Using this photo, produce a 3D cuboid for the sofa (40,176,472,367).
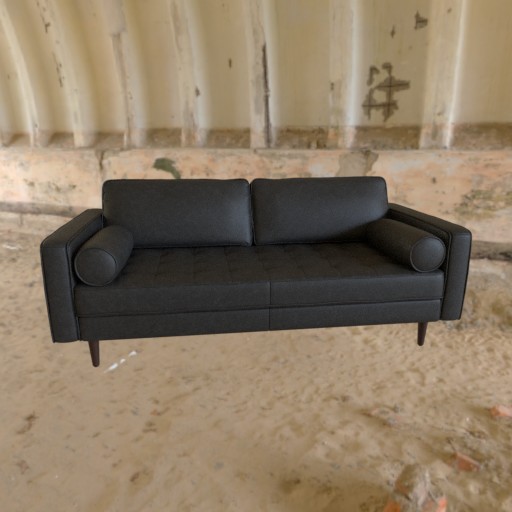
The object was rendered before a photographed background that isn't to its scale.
[{"bbox_3d":[0.000,0.000,2.324,1.879,0.770,0.921,-2,15,-7],"label":"sofa"}]
